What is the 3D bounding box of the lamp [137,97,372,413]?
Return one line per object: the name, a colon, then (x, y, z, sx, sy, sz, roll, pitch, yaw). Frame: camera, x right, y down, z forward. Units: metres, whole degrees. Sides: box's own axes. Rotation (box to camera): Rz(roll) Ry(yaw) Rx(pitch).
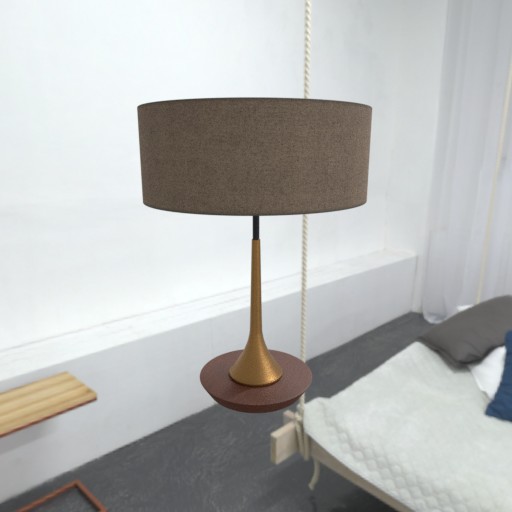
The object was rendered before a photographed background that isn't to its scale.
lamp: (0.000, 0.000, 0.844, 0.396, 0.551, 0.417, 7, 16, 26)
